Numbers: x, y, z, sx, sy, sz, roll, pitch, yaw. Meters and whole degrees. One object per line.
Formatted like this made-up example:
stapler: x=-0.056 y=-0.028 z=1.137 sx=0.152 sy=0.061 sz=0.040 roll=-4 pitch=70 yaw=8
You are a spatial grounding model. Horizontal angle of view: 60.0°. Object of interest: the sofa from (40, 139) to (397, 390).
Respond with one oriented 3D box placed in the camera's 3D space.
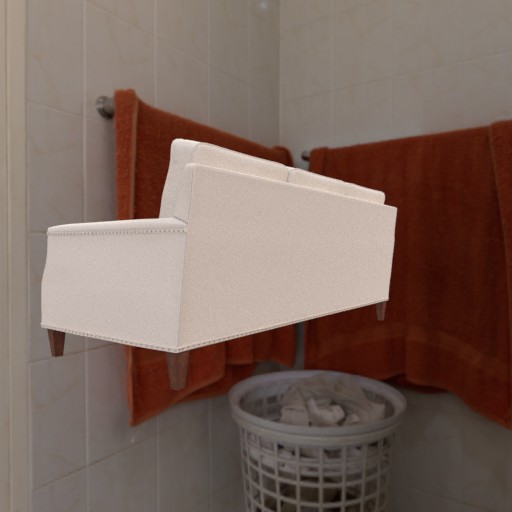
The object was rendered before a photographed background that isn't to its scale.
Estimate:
sofa: x=0.000 y=0.000 z=2.808 sx=1.084 sy=1.003 sz=2.246 roll=1 pitch=1 yaw=37
